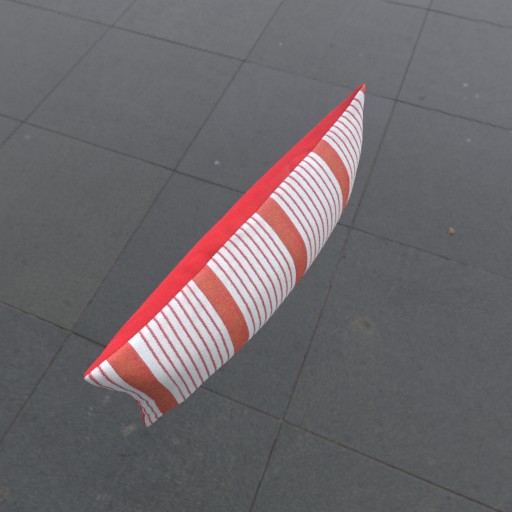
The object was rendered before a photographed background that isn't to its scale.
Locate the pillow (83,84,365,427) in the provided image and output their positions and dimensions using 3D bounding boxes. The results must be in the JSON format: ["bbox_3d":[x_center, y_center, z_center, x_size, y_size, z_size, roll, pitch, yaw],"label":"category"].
[{"bbox_3d":[0.000,0.000,0.728,0.151,0.297,0.608,33,65,18],"label":"pillow"}]
